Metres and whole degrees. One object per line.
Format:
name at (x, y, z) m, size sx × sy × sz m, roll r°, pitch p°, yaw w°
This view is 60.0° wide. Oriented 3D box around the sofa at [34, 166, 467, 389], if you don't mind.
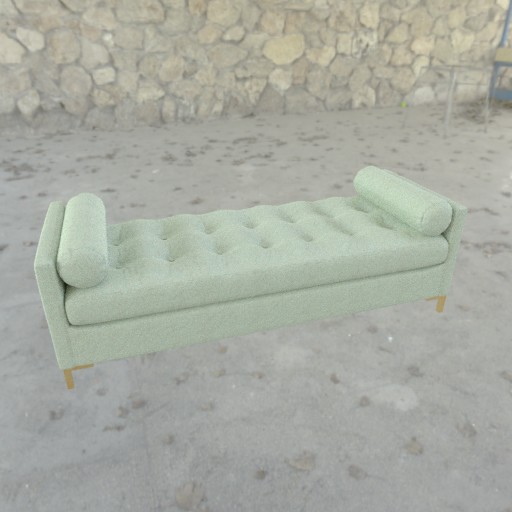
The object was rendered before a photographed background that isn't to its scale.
sofa at (0.000, 0.000, 2.468) m, size 2.102 × 0.705 × 0.796 m, roll -8°, pitch 28°, yaw -16°
